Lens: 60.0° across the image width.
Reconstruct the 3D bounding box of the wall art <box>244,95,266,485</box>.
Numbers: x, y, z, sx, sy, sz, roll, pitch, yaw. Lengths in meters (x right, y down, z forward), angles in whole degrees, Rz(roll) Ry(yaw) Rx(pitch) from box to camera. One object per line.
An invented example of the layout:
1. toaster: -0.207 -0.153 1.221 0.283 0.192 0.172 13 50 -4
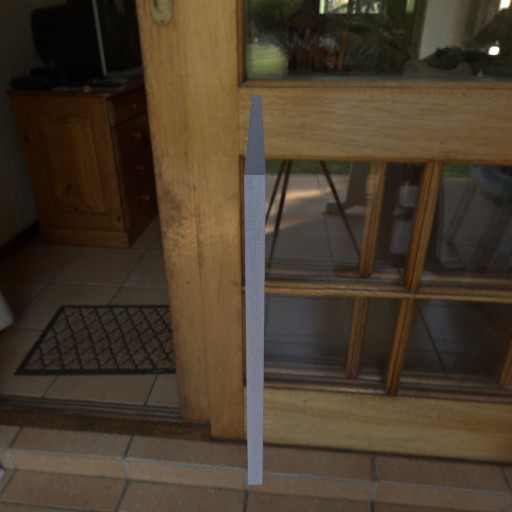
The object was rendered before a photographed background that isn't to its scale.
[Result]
1. wall art: 0.000 0.000 0.938 0.026 0.558 0.660 0 28 0
